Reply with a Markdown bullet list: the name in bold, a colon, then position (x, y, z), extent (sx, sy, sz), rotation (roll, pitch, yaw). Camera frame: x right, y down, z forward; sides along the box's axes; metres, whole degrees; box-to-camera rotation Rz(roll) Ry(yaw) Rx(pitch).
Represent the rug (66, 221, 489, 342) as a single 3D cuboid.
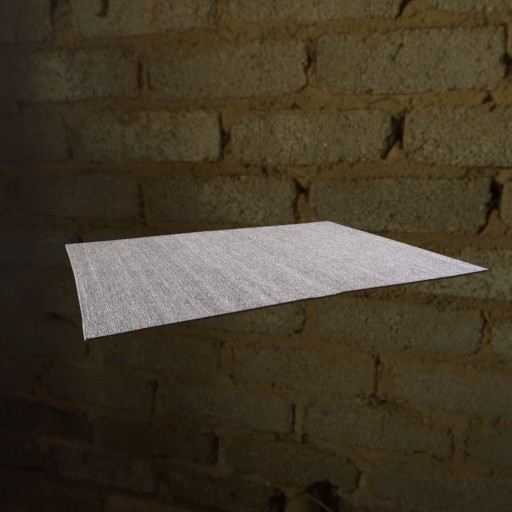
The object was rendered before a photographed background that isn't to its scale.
- **rug**: position (0.000, 0.000, 4.128), extent (3.202, 0.045, 2.434), rotation (-7, 16, -23)
